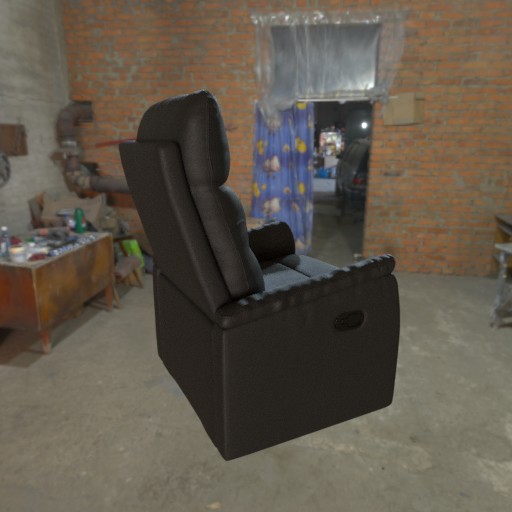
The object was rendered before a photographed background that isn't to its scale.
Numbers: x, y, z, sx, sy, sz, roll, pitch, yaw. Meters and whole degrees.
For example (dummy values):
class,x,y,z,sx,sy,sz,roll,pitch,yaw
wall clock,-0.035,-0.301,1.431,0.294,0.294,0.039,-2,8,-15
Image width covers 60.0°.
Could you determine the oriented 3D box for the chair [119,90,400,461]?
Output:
class,x,y,z,sx,sy,sz,roll,pitch,yaw
chair,0.000,0.000,1.627,0.831,1.082,0.775,-7,16,-26
